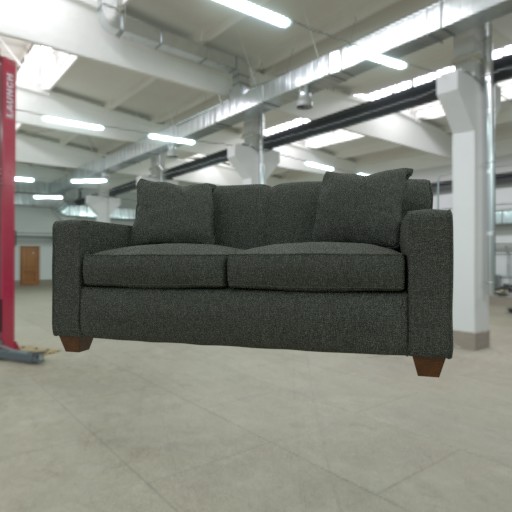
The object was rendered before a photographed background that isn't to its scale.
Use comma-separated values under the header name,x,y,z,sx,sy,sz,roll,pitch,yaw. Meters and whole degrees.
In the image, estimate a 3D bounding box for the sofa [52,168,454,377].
name,x,y,z,sx,sy,sz,roll,pitch,yaw
sofa,0.000,0.000,2.371,1.846,0.958,0.998,0,0,16
